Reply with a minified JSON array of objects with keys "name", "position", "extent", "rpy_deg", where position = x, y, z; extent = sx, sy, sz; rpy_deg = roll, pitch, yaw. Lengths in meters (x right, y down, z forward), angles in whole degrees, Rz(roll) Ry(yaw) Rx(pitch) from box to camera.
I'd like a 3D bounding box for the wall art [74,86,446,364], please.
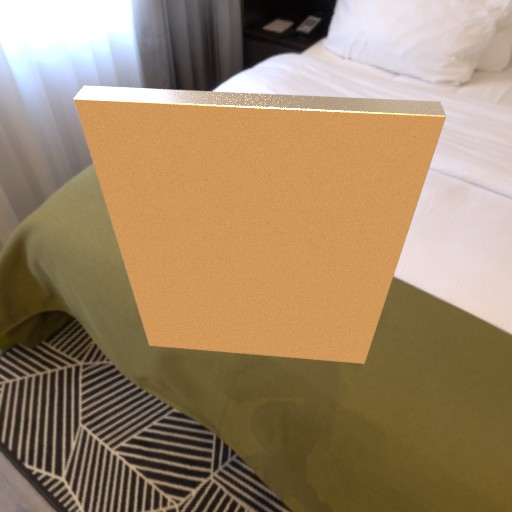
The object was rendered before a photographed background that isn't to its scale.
[{"name":"wall art","position":[0.000,0.000,0.744],"extent":[0.452,0.549,0.038],"rpy_deg":[4,46,4]}]
